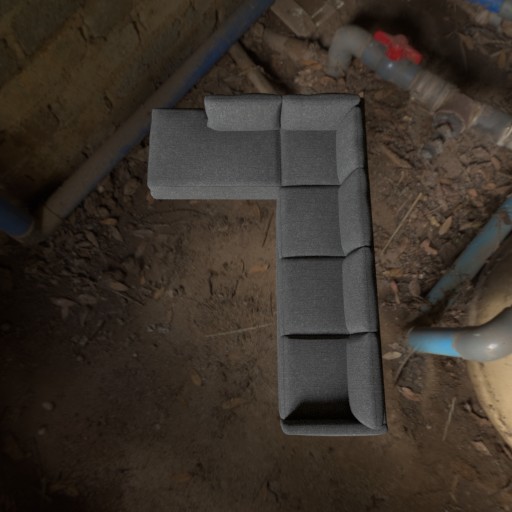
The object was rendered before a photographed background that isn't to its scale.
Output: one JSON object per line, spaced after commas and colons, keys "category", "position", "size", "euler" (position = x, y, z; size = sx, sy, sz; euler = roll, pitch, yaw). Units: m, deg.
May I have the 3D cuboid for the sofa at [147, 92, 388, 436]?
{"category": "sofa", "position": [0.000, 0.000, 3.896], "size": [2.007, 0.815, 2.949], "euler": [0, 76, 0]}
